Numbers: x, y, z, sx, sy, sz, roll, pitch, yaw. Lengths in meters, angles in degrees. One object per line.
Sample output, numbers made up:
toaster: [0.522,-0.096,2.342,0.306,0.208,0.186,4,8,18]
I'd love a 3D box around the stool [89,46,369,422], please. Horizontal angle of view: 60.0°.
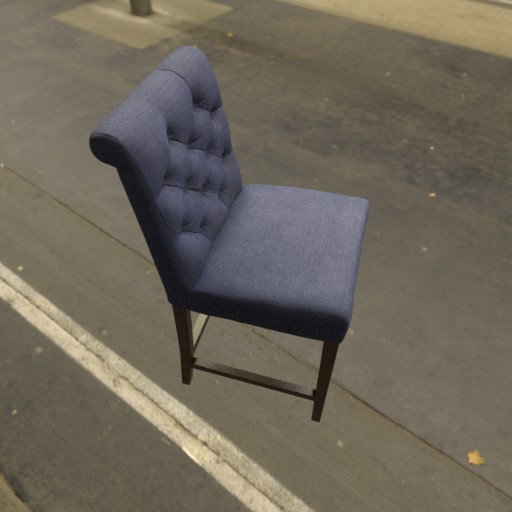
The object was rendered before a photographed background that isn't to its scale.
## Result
stool: [0.000,0.000,1.327,0.601,1.010,0.493,12,48,11]
